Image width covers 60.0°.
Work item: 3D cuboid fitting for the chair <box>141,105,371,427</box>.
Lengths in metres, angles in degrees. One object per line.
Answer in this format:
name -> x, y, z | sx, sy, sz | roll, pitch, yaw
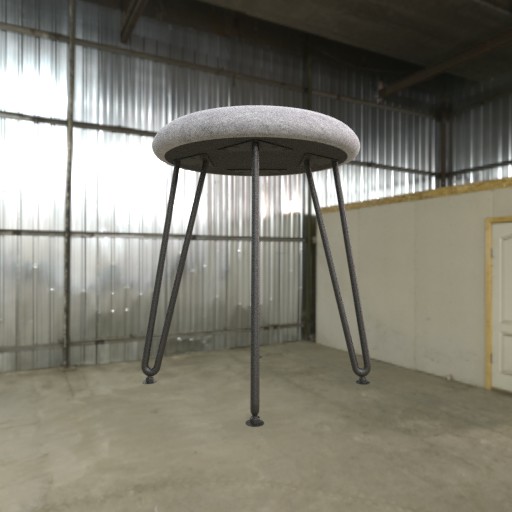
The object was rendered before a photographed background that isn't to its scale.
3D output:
chair -> 0.000, 0.000, 0.676 | 0.350, 0.386, 0.350 | 0, 0, 0
